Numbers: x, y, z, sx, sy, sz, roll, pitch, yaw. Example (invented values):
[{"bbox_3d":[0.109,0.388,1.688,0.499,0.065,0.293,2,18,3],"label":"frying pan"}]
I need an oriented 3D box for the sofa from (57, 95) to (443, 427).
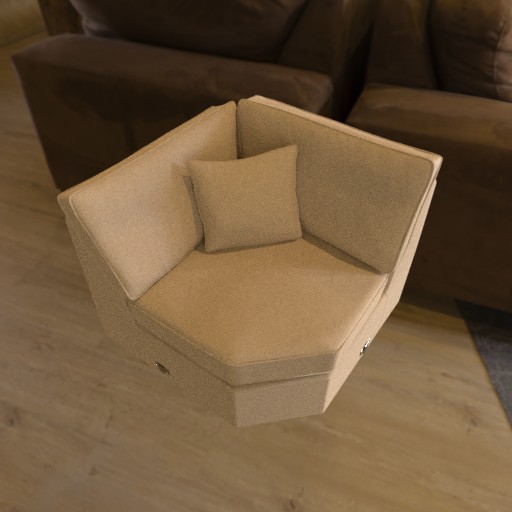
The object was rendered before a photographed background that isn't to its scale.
[{"bbox_3d":[0.000,0.000,1.863,1.042,0.937,1.050,27,49,27],"label":"sofa"}]
